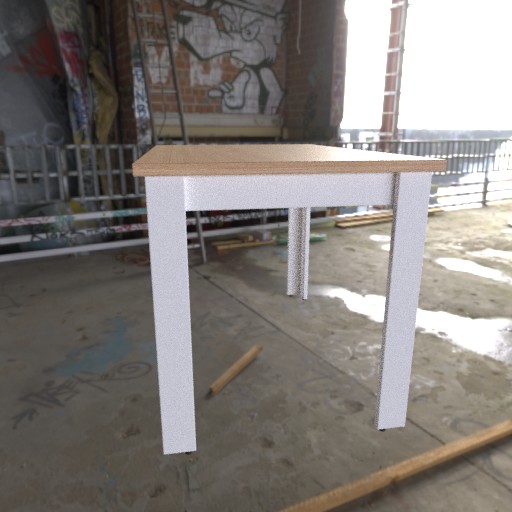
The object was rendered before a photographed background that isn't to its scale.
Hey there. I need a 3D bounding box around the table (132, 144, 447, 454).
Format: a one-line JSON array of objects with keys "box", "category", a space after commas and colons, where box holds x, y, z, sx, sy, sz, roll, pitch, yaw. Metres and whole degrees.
[{"box": [0.000, 0.000, 1.578, 0.700, 0.734, 1.100, -3, 16, -9], "category": "table"}]
